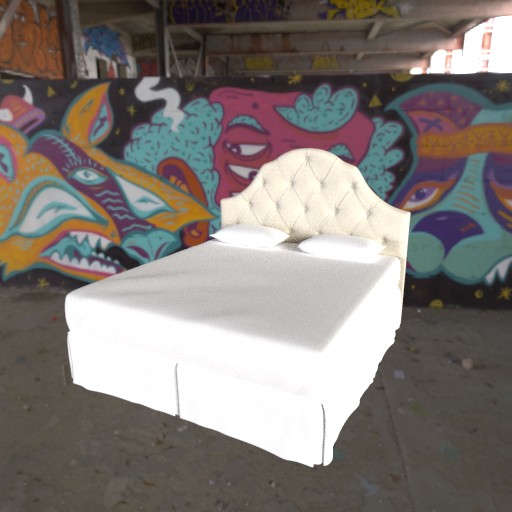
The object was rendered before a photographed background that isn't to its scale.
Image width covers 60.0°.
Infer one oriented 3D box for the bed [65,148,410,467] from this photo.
[{"bbox_3d":[0.000,0.000,3.510,2.008,1.615,2.214,8,17,27],"label":"bed"}]
